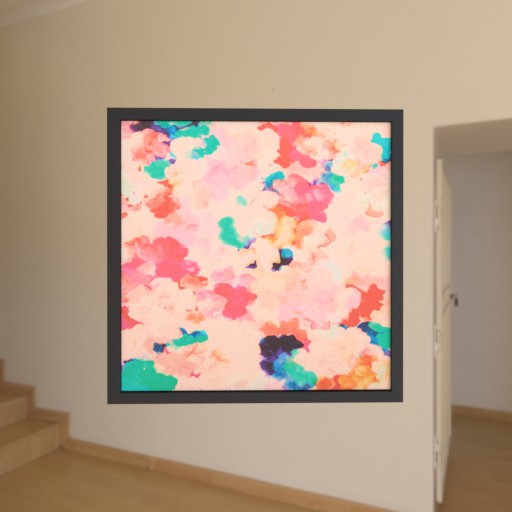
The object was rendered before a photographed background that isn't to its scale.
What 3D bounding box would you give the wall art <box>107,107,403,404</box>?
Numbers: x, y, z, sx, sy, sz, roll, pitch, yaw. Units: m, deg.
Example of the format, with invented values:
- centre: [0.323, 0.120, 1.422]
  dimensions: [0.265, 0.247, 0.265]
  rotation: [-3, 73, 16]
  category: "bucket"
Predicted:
- centre: [0.000, 0.000, 0.465]
  dimensions: [0.306, 0.304, 0.015]
  rotation: [0, 0, -1]
  category: "wall art"
